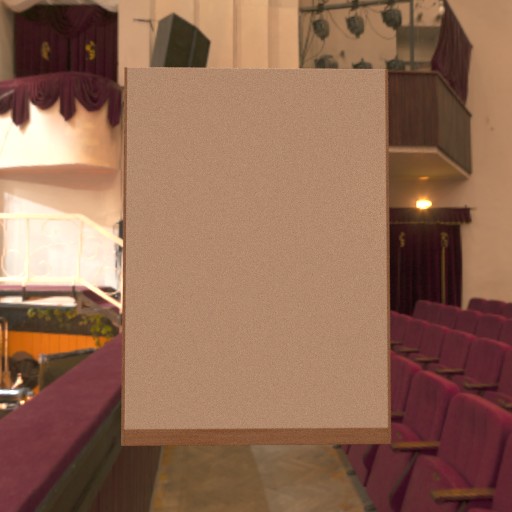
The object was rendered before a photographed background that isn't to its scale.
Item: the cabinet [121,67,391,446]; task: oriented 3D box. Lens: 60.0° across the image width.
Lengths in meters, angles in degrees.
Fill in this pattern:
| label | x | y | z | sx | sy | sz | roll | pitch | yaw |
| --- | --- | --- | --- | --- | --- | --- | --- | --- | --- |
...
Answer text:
| label | x | y | z | sx | sy | sz | roll | pitch | yaw |
| --- | --- | --- | --- | --- | --- | --- | --- | --- | --- |
| cabinet | 0.000 | 0.000 | 2.784 | 1.500 | 2.120 | 0.590 | 0 | -2 | -1 |
